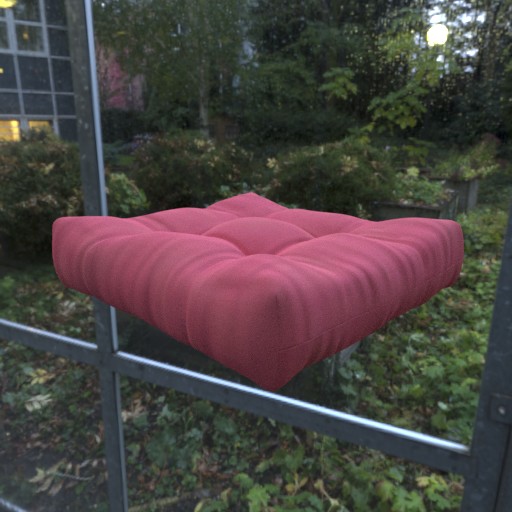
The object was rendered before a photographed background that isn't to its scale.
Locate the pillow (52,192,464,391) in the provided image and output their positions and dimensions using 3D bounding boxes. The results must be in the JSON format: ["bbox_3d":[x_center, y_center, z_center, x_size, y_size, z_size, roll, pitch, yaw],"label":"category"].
[{"bbox_3d":[0.000,0.000,0.704,0.490,0.128,0.468,15,21,42],"label":"pillow"}]
